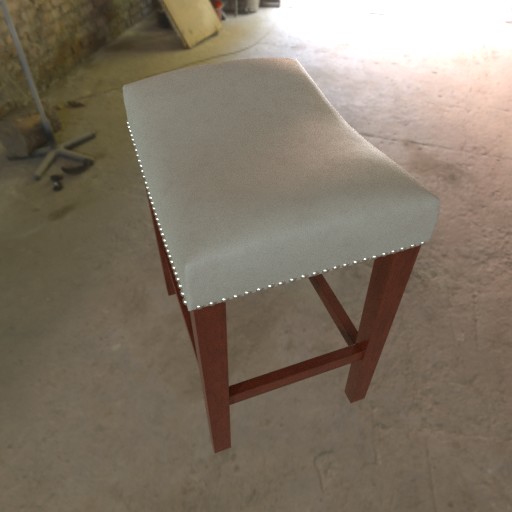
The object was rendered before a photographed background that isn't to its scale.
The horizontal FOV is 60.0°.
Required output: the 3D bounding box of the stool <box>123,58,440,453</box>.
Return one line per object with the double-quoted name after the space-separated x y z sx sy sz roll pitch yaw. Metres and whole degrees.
0.000 0.000 0.928 0.375 0.632 0.509 -15 48 -14 "stool"
